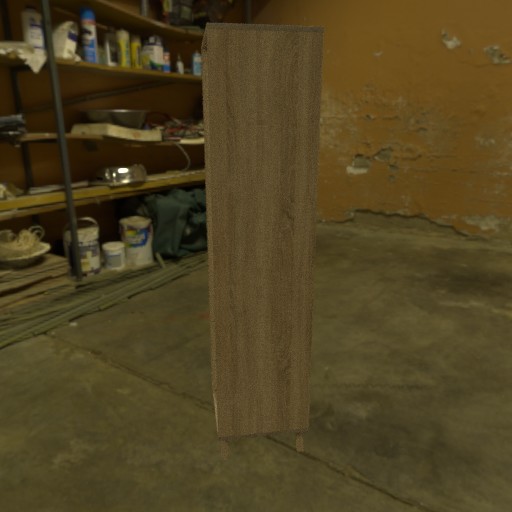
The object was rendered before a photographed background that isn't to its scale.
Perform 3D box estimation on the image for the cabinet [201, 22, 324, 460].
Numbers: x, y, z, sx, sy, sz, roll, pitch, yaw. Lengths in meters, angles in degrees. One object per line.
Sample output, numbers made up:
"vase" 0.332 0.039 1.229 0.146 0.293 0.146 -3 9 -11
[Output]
"cabinet" 0.000 0.000 2.185 0.450 1.960 0.510 -3 16 -9
